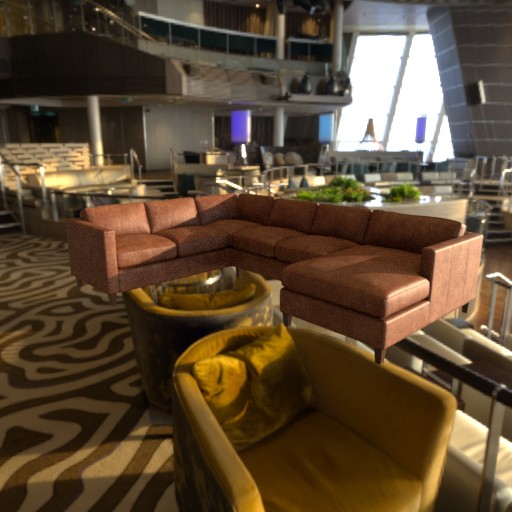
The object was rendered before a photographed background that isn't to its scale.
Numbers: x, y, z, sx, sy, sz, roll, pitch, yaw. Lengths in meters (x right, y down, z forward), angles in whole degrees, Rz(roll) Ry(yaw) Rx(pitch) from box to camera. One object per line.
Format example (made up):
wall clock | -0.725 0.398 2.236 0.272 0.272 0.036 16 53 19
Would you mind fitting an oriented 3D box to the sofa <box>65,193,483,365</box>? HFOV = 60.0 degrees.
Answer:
sofa | 0.000 0.000 4.384 2.452 0.888 3.324 -13 19 -41
